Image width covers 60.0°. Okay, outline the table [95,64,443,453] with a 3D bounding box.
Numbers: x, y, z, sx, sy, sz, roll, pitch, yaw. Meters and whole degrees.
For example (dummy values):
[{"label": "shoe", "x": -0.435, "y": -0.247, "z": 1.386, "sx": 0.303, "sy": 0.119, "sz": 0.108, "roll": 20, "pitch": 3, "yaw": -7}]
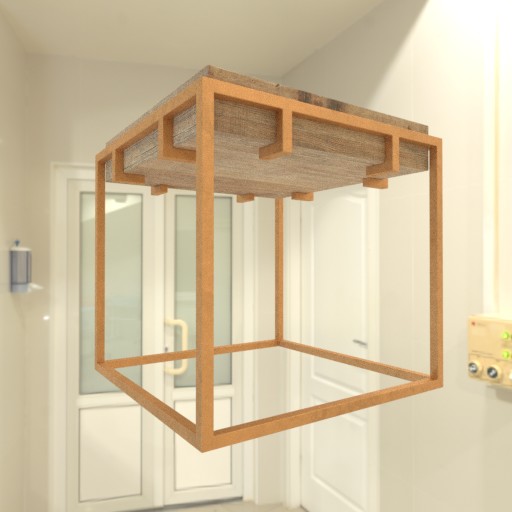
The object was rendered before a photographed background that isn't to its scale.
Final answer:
[{"label": "table", "x": 0.000, "y": 0.000, "z": 1.066, "sx": 0.599, "sy": 0.584, "sz": 0.599, "roll": 0, "pitch": -1, "yaw": -34}]
